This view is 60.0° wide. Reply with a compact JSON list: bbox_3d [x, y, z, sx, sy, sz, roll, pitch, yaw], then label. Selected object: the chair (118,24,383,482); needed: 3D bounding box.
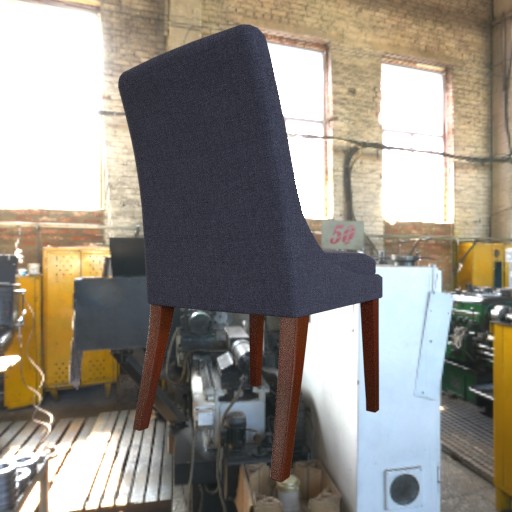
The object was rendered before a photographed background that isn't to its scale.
[{"bbox_3d":[0.000,0.000,1.266,0.508,0.952,0.655,0,0,37],"label":"chair"}]
